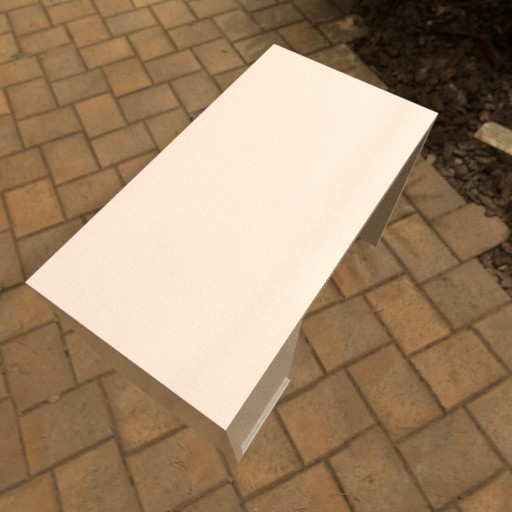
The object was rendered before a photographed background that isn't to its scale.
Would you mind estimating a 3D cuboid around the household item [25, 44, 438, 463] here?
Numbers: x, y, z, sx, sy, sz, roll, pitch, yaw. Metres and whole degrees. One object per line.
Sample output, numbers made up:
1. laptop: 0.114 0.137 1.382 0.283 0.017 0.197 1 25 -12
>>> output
1. household item: 0.000 0.000 1.533 0.597 0.749 1.100 31 65 16
